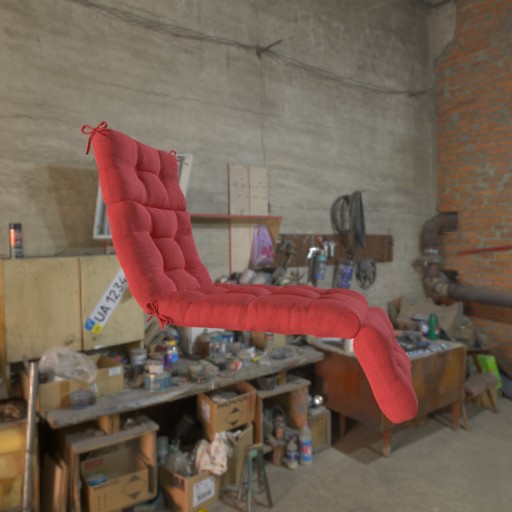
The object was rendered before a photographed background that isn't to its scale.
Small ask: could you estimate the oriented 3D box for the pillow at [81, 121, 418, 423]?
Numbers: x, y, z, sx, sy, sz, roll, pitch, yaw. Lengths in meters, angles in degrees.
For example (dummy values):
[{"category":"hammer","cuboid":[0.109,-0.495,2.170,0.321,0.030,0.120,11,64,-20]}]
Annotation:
[{"category":"pillow","cuboid":[0.000,0.000,1.502,1.016,0.863,0.526,0,1,17]}]
